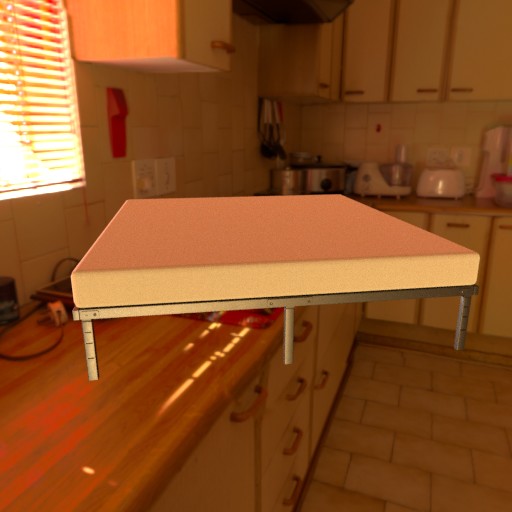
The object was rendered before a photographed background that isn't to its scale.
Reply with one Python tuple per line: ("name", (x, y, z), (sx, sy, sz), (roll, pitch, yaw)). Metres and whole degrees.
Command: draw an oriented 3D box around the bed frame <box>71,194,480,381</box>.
("bed frame", (0.000, 0.000, 3.956), (2.526, 0.680, 2.635), (-3, 16, -9))
